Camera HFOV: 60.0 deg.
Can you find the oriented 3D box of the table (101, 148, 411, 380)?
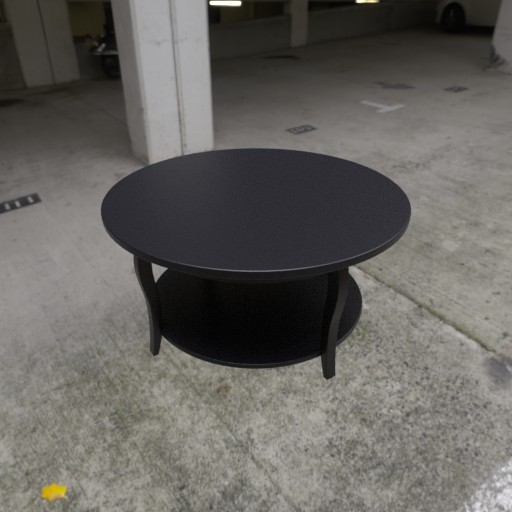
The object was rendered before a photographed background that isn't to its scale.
[{"bbox_3d":[0.000,0.000,1.477,0.914,0.457,0.914,0,30,0],"label":"table"}]
